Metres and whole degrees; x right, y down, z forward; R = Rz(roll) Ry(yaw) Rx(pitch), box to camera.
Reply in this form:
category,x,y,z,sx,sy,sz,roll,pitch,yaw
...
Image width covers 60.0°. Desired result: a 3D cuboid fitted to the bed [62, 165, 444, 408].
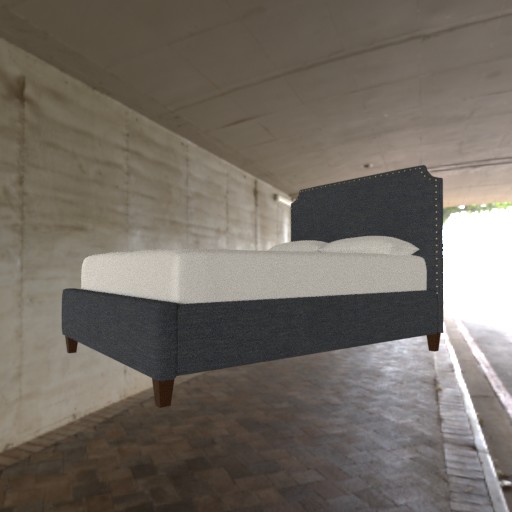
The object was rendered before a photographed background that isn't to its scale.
category,x,y,z,sx,sy,sz,roll,pitch,yaw
bed,0.000,0.000,3.360,2.372,1.443,1.713,1,-2,-37
